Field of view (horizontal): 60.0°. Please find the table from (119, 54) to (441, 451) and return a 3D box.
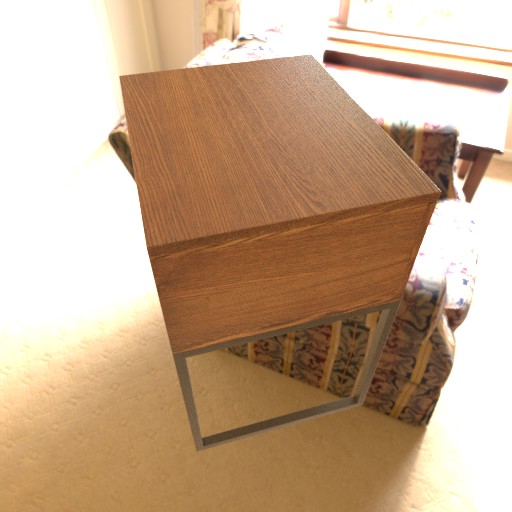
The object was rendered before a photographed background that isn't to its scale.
[{"bbox_3d":[0.000,0.000,0.929,0.400,0.610,0.482,-11,47,-11],"label":"table"}]
